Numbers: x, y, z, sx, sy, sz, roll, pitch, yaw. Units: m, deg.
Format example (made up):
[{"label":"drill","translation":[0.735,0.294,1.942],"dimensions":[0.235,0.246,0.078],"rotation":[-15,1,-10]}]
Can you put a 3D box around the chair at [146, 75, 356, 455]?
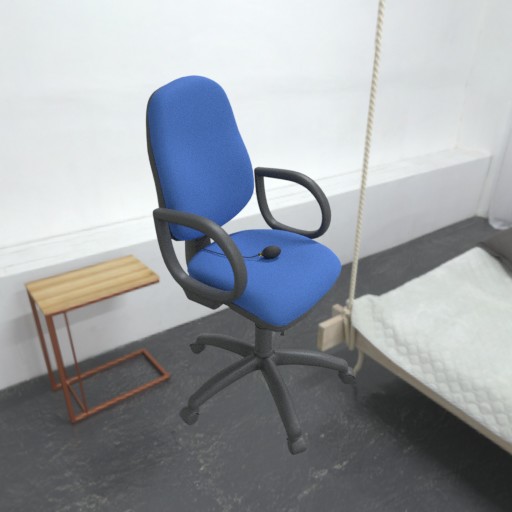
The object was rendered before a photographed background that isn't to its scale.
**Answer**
[{"label":"chair","translation":[0.000,0.000,1.232],"dimensions":[0.549,0.905,0.552],"rotation":[18,32,30]}]
